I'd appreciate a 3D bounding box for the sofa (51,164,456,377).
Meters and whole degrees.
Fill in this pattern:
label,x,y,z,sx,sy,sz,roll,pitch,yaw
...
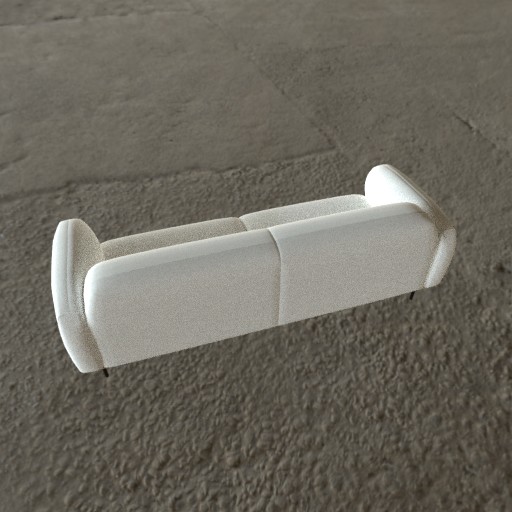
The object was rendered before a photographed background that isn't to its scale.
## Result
label,x,y,z,sx,sy,sz,roll,pitch,yaw
sofa,0.000,0.000,2.710,2.280,0.780,0.870,-12,44,-13
